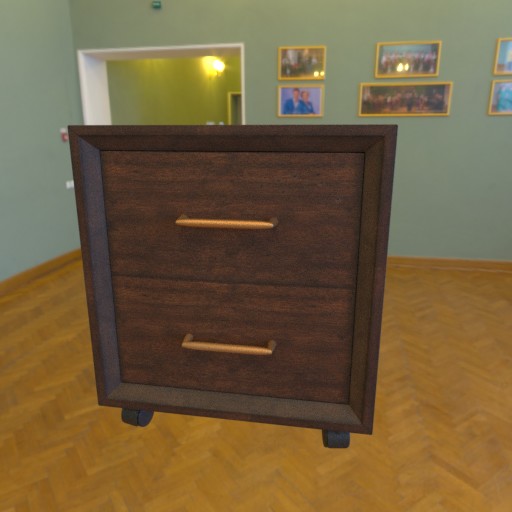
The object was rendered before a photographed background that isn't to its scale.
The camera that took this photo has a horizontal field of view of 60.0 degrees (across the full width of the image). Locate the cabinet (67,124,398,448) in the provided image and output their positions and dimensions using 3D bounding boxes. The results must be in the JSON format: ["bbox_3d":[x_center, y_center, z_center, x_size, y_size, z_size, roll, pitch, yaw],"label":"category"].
[{"bbox_3d":[0.000,0.000,0.811,0.402,0.455,0.500,3,16,9],"label":"cabinet"}]
